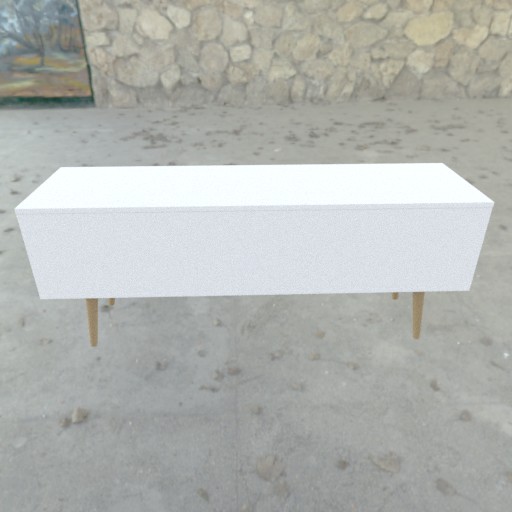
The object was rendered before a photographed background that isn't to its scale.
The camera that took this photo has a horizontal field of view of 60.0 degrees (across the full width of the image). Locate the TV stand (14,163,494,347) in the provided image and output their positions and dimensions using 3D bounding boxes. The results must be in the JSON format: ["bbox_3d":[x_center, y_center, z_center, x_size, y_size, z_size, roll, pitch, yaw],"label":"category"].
[{"bbox_3d":[0.000,0.000,1.600,1.398,0.560,0.401,-1,29,-2],"label":"TV stand"}]
